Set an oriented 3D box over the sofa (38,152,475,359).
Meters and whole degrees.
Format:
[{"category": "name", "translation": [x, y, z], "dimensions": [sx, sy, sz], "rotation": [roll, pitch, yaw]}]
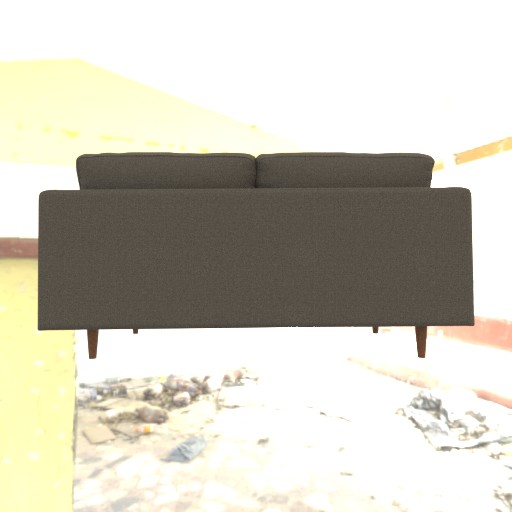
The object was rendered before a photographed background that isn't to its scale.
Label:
[{"category": "sofa", "translation": [0.000, 0.000, 2.181], "dimensions": [1.713, 0.866, 0.940], "rotation": [0, -1, -1]}]
